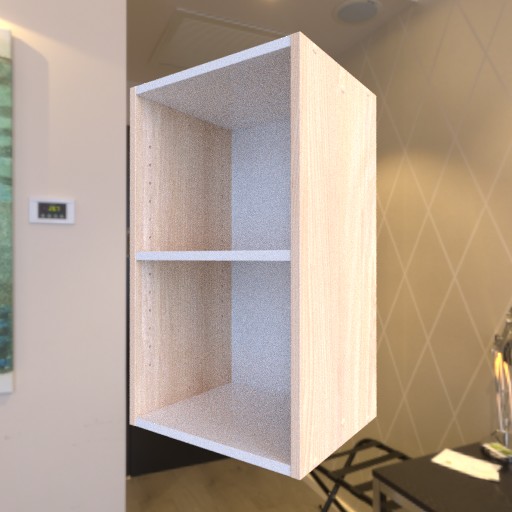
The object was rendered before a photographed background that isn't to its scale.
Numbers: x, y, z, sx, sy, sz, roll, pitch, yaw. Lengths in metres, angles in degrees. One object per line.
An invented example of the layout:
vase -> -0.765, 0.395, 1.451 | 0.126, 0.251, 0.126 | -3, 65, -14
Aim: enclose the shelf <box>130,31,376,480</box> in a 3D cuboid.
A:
shelf -> 0.000, 0.000, 0.810 | 0.350, 0.600, 0.290 | 0, 0, 35
